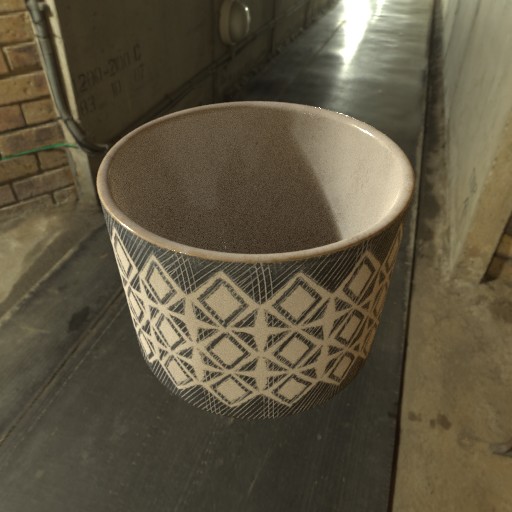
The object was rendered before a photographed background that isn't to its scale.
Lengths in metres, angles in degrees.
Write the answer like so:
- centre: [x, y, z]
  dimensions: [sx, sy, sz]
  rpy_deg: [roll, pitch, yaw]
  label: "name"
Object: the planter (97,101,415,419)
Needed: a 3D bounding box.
- centre: [0.000, 0.000, 0.216]
  dimensions: [0.126, 0.104, 0.126]
  rpy_deg: [0, 40, 0]
  label: "planter"
